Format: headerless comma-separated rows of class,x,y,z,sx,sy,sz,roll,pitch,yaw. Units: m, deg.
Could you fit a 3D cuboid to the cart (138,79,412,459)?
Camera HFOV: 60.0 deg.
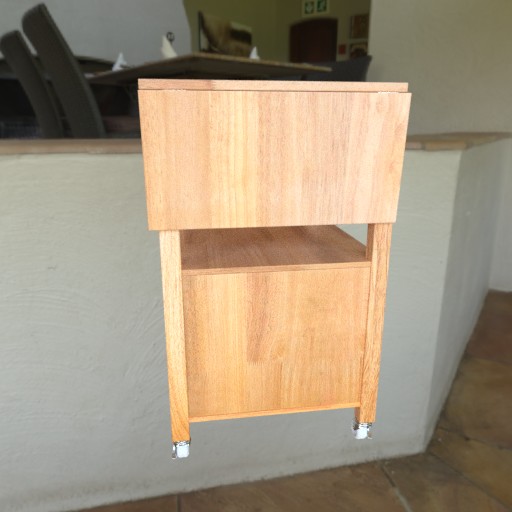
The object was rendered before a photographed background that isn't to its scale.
cart,0.000,0.000,1.208,0.508,0.838,0.640,-2,17,-8
